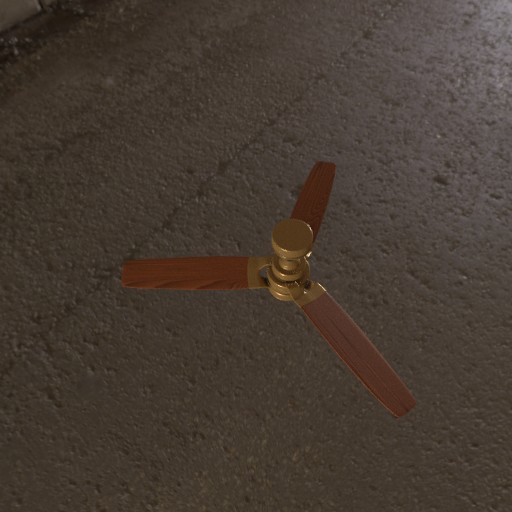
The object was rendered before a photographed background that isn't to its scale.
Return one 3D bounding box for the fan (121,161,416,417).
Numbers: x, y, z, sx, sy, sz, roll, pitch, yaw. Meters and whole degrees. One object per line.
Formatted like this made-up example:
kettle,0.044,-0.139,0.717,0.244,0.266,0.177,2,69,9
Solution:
fan,0.000,0.000,2.055,1.271,0.425,1.416,0,56,0
